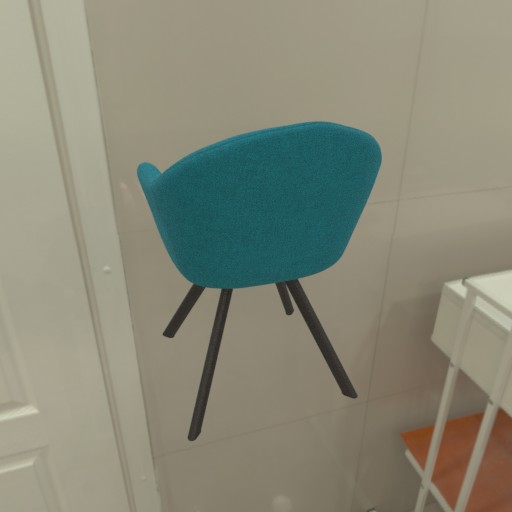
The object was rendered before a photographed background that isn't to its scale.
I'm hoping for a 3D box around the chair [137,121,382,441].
[{"bbox_3d":[0.000,0.000,1.179,0.545,0.775,0.565,-8,27,-17],"label":"chair"}]
